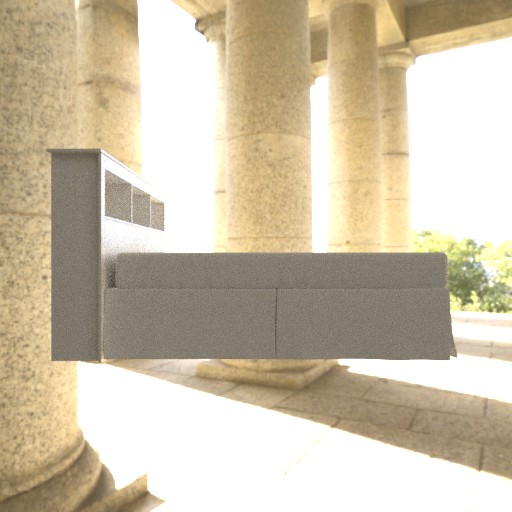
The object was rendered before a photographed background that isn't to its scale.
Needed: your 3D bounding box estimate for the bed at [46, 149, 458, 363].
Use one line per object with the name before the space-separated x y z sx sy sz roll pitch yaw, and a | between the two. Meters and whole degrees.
bed | 0.000 0.000 3.088 2.133 1.092 1.671 0 0 0
